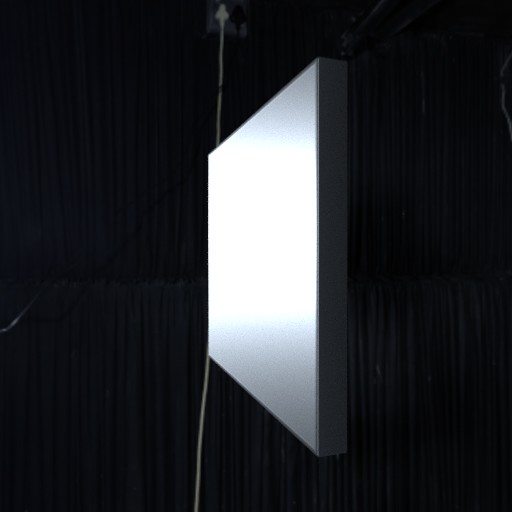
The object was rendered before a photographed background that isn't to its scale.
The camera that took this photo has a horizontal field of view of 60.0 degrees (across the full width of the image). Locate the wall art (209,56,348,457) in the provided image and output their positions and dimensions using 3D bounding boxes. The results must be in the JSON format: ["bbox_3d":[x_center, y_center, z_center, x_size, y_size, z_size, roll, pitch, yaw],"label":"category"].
[{"bbox_3d":[0.000,0.000,0.548,0.028,0.330,0.380,0,0,-20],"label":"wall art"}]
